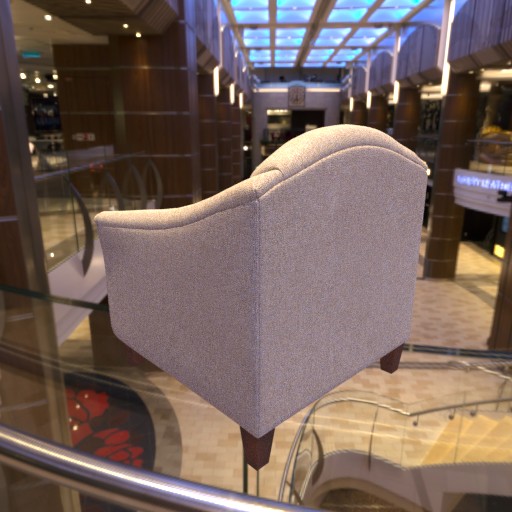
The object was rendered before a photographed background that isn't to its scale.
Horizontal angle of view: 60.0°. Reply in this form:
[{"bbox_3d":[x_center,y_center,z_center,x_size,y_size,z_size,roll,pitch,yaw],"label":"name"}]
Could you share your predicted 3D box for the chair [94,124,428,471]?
[{"bbox_3d":[0.000,0.000,1.476,0.763,0.839,0.787,-15,22,-42],"label":"chair"}]
